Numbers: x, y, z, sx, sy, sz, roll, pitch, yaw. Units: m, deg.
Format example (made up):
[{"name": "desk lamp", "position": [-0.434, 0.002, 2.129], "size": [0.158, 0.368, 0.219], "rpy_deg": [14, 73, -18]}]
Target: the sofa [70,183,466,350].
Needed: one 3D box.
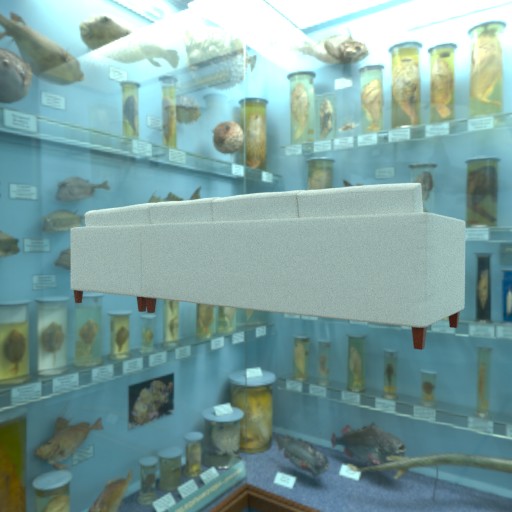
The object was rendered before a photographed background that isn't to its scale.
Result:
[{"name": "sofa", "position": [0.000, 0.000, 4.014], "size": [3.471, 0.954, 1.606], "rpy_deg": [1, 1, 37]}]
